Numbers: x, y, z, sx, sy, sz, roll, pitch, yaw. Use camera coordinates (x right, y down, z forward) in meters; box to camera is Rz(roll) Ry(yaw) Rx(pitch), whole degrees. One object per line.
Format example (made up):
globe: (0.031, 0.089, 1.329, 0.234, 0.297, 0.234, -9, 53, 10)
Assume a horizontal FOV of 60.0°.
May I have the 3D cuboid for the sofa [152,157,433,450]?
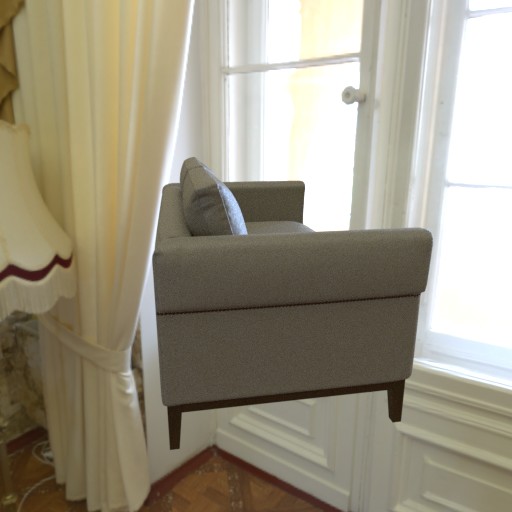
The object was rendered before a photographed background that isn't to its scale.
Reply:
sofa: (0.000, 0.000, 2.153, 0.899, 0.873, 1.598, -3, 16, -10)
